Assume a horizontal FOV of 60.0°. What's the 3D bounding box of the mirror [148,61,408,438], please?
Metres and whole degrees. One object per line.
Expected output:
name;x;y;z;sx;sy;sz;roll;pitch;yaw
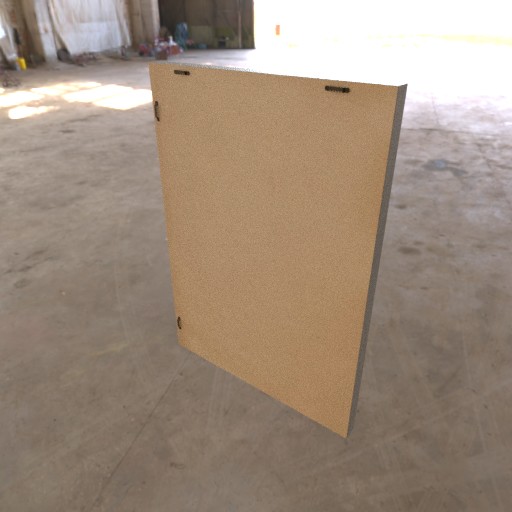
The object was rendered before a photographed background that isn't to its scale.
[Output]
mirror;0.000;0.000;0.916;0.507;0.710;0.039;20;35;32
